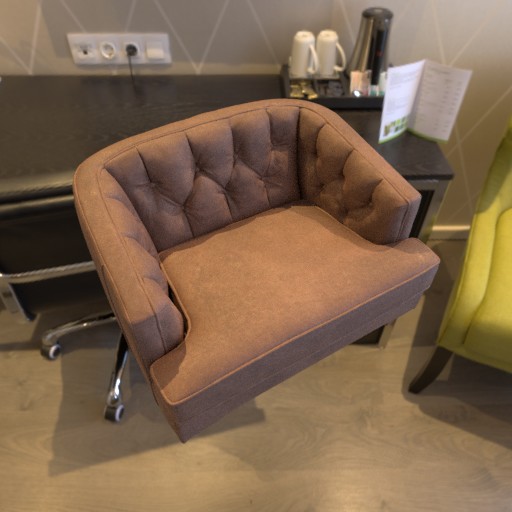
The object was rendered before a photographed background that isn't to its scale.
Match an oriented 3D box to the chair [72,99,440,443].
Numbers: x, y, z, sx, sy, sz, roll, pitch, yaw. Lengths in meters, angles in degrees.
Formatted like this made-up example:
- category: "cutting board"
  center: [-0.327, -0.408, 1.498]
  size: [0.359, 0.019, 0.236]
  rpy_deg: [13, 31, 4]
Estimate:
- category: "chair"
  center: [0.000, 0.000, 1.718]
  size: [1.118, 0.787, 0.914]
  rpy_deg: [-23, 50, -21]
